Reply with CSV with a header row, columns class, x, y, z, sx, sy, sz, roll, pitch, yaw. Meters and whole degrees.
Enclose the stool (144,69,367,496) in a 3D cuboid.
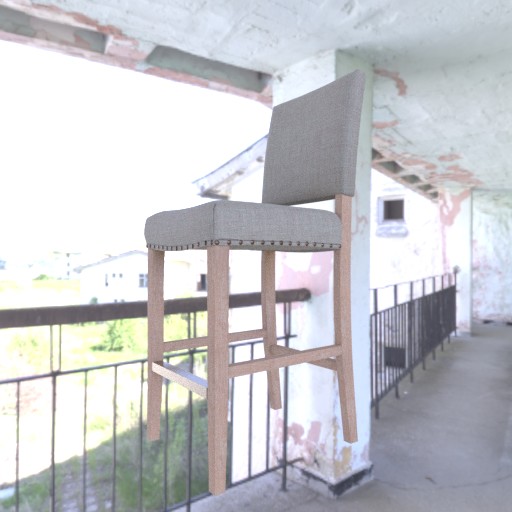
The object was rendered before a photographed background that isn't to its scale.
class,x,y,z,sx,sy,sz,roll,pitch,yaw
stool,0.000,0.000,1.419,0.585,1.173,0.445,0,0,-36
